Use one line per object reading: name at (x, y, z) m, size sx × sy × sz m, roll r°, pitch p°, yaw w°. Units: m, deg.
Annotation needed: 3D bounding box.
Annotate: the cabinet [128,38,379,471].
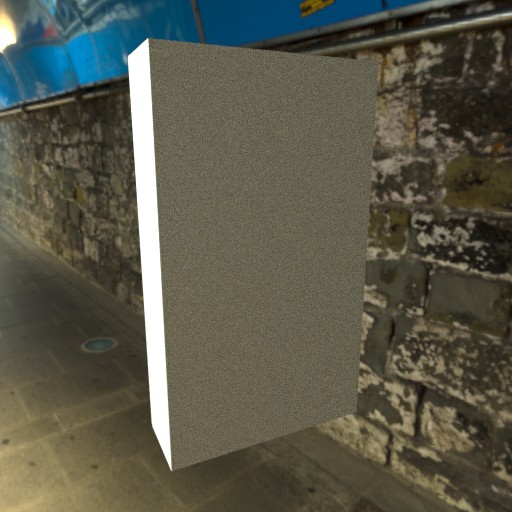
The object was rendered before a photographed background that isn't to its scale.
cabinet at (0.000, 0.000, 2.611) m, size 1.250 × 2.160 × 0.480 m, roll -7°, pitch 16°, yaw -25°
